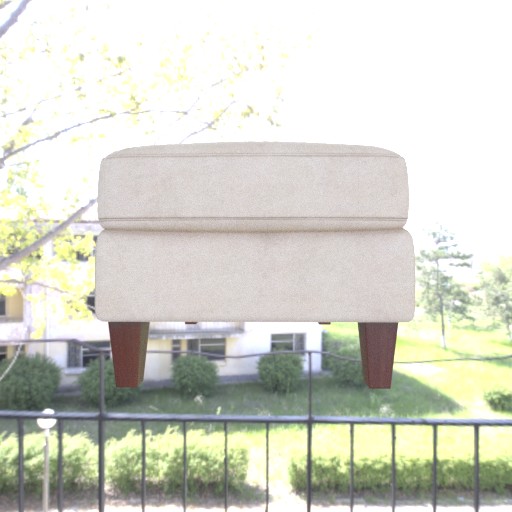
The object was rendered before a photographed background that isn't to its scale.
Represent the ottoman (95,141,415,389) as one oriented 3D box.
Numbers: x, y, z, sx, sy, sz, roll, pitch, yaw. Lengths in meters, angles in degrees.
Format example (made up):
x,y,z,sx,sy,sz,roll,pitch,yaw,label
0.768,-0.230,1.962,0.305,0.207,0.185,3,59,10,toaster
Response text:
x,y,z,sx,sy,sz,roll,pitch,yaw,label
0.000,0.000,1.202,0.584,0.483,0.864,0,0,1,ottoman
